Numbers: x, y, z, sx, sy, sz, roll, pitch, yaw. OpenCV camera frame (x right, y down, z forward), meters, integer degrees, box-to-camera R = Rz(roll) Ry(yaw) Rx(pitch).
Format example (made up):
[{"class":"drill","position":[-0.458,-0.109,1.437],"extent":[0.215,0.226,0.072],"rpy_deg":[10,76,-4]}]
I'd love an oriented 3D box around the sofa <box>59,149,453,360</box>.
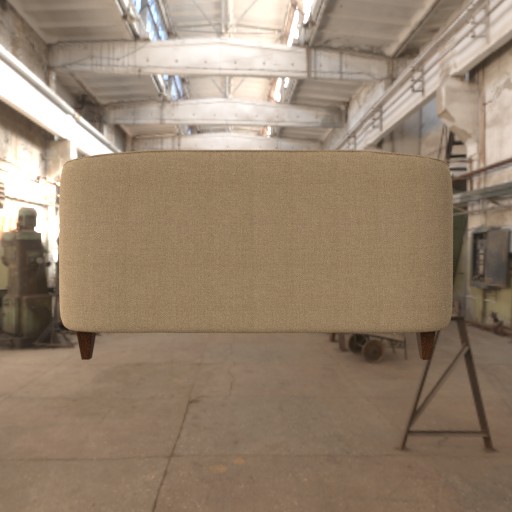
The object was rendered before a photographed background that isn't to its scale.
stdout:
[{"class":"sofa","position":[0.000,0.000,2.204],"extent":[1.733,0.855,0.941],"rpy_deg":[0,1,0]}]
